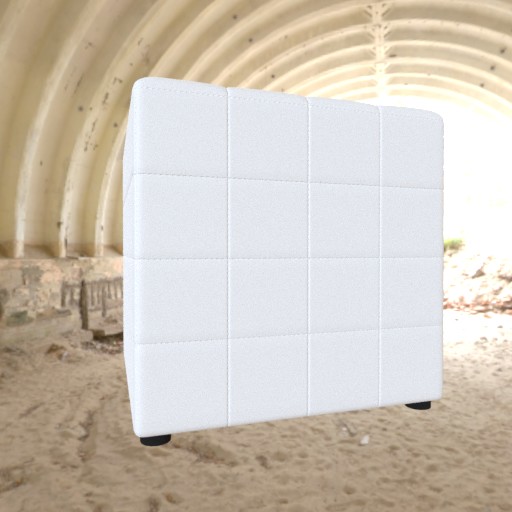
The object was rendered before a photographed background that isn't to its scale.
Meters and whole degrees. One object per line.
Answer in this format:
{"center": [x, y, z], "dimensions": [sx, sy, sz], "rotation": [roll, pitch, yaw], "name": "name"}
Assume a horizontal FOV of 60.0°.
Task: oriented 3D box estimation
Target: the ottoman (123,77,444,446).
{"center": [0.000, 0.000, 0.759], "dimensions": [0.425, 0.432, 0.425], "rotation": [0, 1, -18], "name": "ottoman"}
